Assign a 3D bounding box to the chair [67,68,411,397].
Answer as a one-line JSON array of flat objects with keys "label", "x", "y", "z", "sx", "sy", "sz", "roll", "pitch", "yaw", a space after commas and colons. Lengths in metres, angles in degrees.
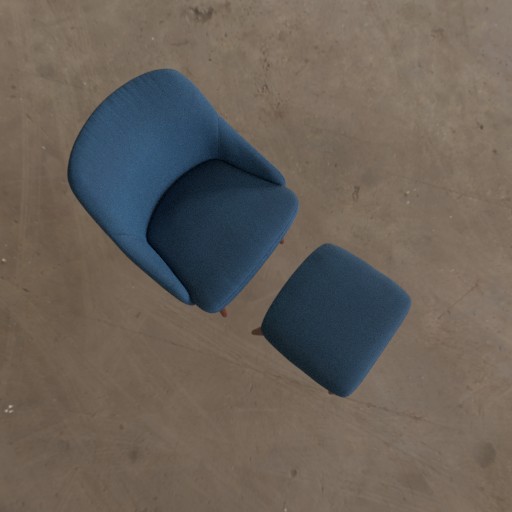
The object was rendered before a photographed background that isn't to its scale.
[{"label": "chair", "x": 0.000, "y": 0.000, "z": 1.588, "sx": 1.114, "sy": 0.866, "sz": 0.584, "roll": 37, "pitch": 79, "yaw": 9}]
